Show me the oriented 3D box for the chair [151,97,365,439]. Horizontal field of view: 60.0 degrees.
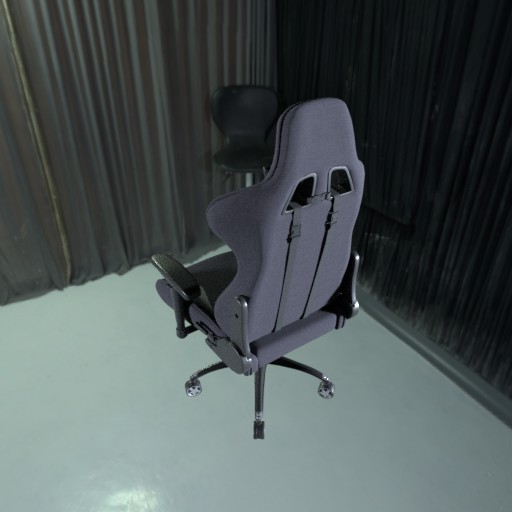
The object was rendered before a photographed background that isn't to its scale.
[{"bbox_3d":[0.000,0.000,1.753,0.730,1.300,0.695,-20,37,-29],"label":"chair"}]
